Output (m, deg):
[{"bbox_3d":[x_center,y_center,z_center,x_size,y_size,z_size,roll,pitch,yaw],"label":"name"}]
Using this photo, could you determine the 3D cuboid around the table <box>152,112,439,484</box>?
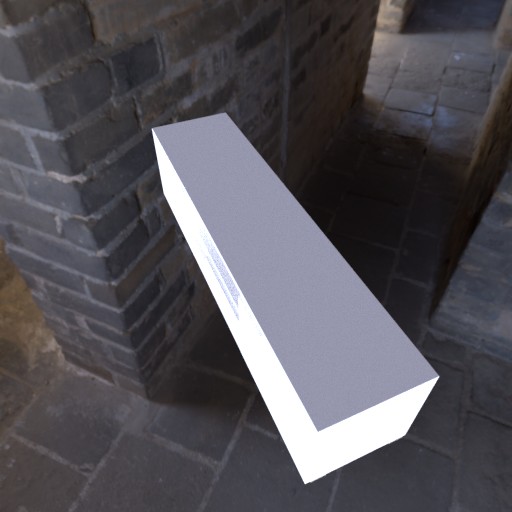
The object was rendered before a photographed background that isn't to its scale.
[{"bbox_3d":[0.000,0.000,1.860,0.390,0.420,1.650,-18,48,-16],"label":"table"}]
